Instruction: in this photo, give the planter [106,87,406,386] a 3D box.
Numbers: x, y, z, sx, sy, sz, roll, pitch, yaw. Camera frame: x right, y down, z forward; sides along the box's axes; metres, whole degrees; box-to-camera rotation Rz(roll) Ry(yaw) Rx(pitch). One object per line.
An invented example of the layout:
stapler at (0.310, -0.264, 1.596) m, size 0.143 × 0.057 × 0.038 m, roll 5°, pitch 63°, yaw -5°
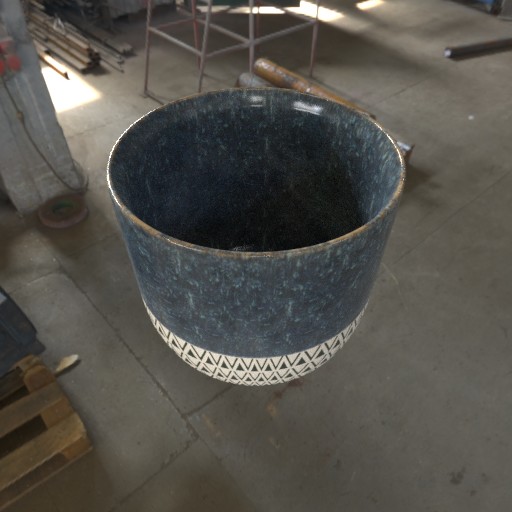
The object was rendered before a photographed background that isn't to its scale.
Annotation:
planter at (0.000, 0.000, 0.497) m, size 0.266 × 0.270 × 0.266 m, roll 0°, pitch 45°, yaw 0°
